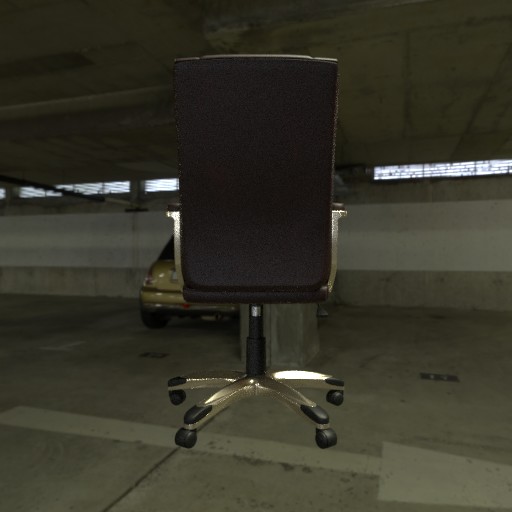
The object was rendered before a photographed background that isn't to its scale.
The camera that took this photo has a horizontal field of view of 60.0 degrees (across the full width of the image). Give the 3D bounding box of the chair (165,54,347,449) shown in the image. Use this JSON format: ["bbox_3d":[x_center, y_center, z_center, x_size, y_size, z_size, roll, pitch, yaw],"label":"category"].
[{"bbox_3d":[0.000,0.000,1.559,0.662,1.107,0.739,0,0,0],"label":"chair"}]
